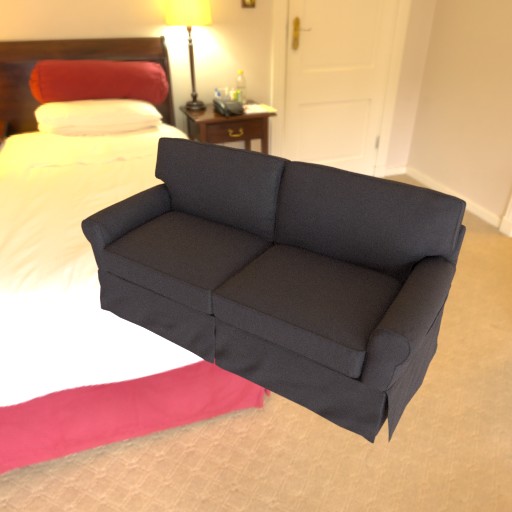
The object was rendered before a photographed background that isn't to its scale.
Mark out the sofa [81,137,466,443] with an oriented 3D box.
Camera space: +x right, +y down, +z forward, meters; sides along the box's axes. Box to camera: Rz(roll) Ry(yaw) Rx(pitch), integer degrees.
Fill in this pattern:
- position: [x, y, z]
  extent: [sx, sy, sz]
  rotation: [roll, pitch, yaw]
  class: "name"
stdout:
- position: [0.000, 0.000, 2.815]
  extent: [2.256, 1.094, 0.983]
  rotation: [18, 36, 28]
  class: "sofa"
